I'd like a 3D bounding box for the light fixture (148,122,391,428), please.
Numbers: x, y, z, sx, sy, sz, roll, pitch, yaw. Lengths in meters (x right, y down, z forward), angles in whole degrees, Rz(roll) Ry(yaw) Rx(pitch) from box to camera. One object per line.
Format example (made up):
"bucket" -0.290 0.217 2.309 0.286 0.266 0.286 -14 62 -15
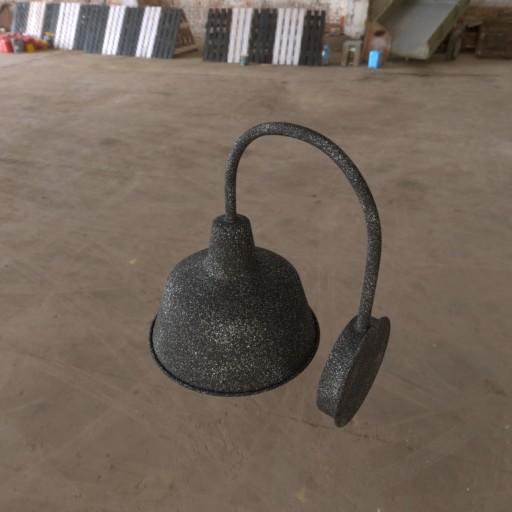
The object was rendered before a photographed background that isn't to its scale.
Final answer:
"light fixture" 0.000 0.000 0.481 0.283 0.300 0.216 22 39 30
